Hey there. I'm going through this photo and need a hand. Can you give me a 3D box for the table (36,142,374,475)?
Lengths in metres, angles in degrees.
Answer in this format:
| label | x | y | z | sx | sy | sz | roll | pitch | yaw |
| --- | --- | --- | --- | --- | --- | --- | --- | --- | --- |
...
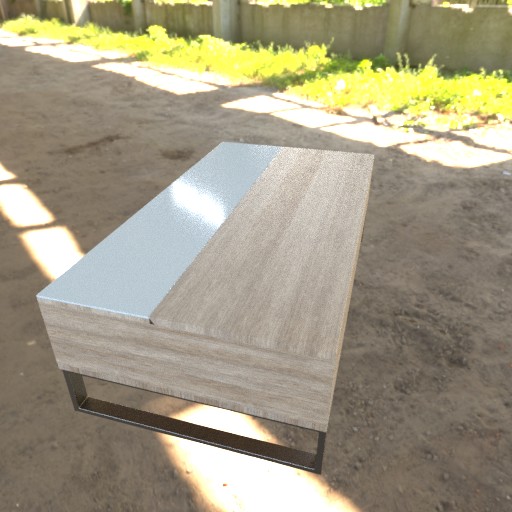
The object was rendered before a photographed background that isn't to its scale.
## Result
| label | x | y | z | sx | sy | sz | roll | pitch | yaw |
| --- | --- | --- | --- | --- | --- | --- | --- | --- | --- |
| table | 0.000 | 0.000 | 1.359 | 0.600 | 0.350 | 1.100 | 8 | 32 | 14 |
